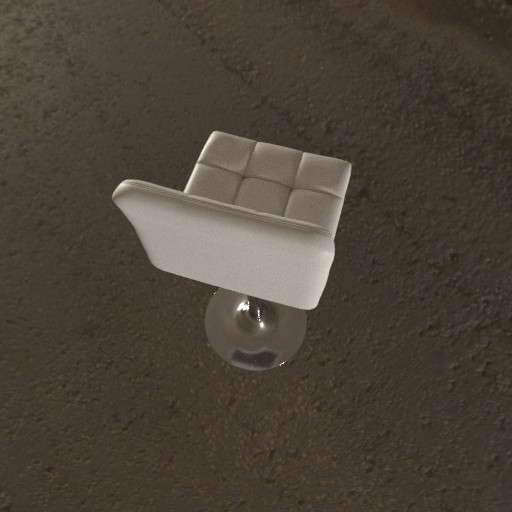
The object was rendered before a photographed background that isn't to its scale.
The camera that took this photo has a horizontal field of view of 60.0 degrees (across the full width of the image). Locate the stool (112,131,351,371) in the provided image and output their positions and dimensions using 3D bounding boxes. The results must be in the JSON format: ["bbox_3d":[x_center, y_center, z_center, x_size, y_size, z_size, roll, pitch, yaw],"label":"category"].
[{"bbox_3d":[0.000,0.000,1.360,0.430,1.115,0.505,15,63,8],"label":"stool"}]
